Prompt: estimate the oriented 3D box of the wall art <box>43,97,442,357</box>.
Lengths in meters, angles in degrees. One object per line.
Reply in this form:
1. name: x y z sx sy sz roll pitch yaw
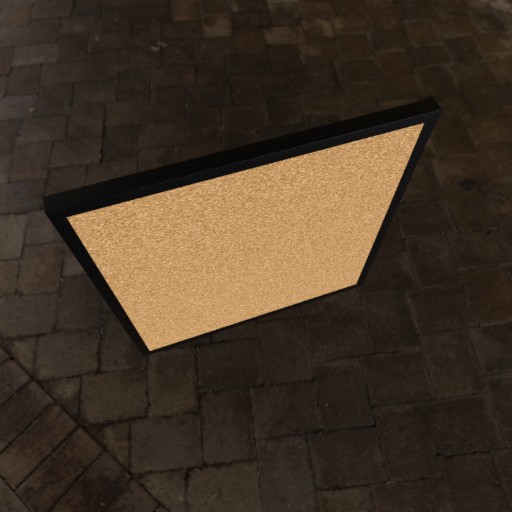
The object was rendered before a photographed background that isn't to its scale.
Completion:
1. wall art: 0.000 0.000 1.133 0.756 0.755 0.036 -17 61 -10
